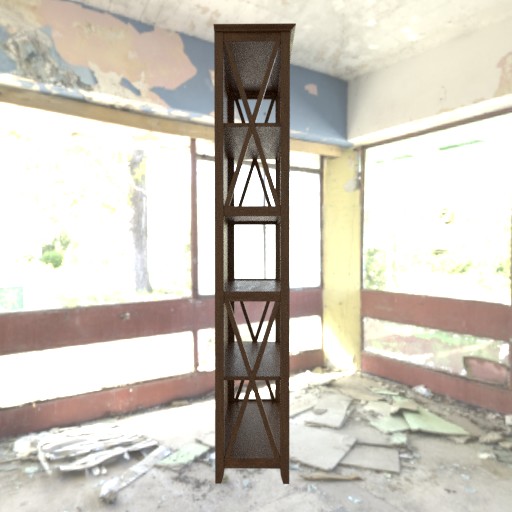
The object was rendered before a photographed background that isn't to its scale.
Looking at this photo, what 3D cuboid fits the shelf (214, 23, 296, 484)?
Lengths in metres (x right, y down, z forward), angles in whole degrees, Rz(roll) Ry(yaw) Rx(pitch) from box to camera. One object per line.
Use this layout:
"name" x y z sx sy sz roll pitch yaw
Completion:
"shelf" 0.000 0.000 2.221 0.335 1.905 0.805 0 1 1
